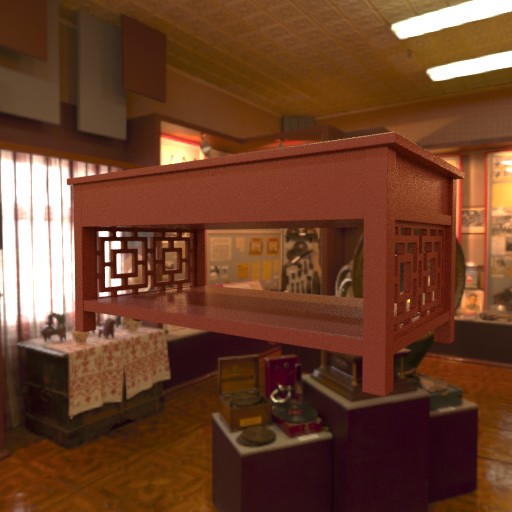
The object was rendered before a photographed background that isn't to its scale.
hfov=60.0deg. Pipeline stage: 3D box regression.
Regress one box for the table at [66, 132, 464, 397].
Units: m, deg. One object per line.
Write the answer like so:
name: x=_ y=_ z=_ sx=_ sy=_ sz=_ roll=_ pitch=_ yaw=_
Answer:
table: x=0.000 y=0.000 z=1.372 sx=1.068 sy=0.493 sz=0.612 roll=2 pitch=3 yaw=36
